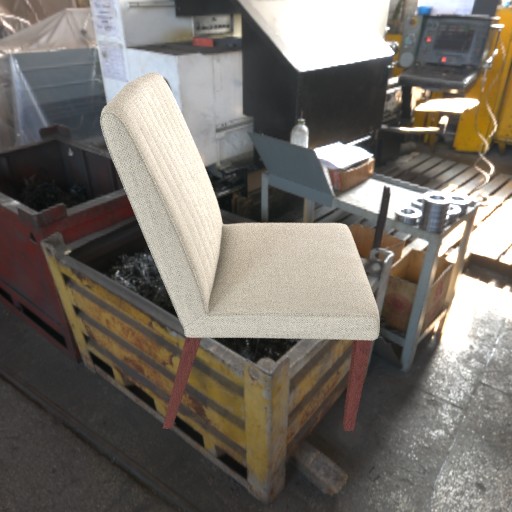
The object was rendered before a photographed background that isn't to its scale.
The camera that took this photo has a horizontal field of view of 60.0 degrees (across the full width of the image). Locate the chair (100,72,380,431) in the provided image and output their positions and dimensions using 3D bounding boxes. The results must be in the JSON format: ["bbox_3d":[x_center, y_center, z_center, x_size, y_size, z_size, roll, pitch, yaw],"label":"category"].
[{"bbox_3d":[0.000,0.000,1.214,0.594,0.900,0.480,0,31,1],"label":"chair"}]
